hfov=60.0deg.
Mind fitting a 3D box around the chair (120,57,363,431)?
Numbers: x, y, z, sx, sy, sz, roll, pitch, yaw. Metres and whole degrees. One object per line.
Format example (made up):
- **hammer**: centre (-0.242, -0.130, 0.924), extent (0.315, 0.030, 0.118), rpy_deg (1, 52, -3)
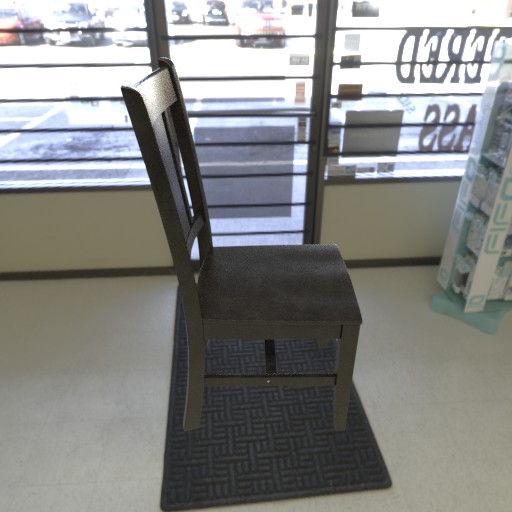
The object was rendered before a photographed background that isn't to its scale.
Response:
- **chair**: centre (0.000, 0.000, 1.271), extent (0.555, 0.998, 0.450), rpy_deg (0, 31, -1)
